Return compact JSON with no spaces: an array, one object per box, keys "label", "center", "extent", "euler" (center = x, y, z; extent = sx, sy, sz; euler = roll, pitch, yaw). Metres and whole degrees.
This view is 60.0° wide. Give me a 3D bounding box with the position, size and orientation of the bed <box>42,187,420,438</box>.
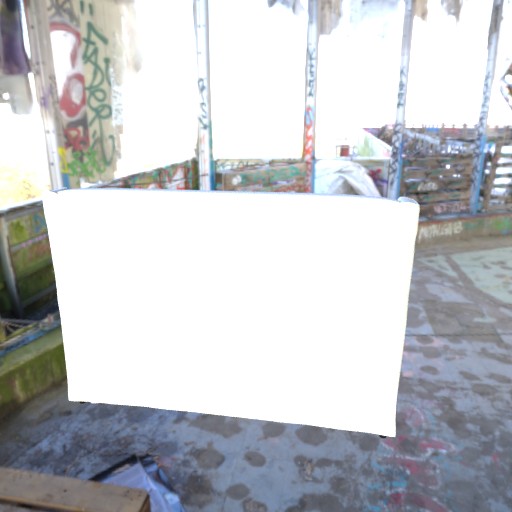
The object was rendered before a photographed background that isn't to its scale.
[{"label":"bed","center":[0.000,0.000,3.408],"extent":[1.925,1.332,2.276],"euler":[3,18,9]}]
